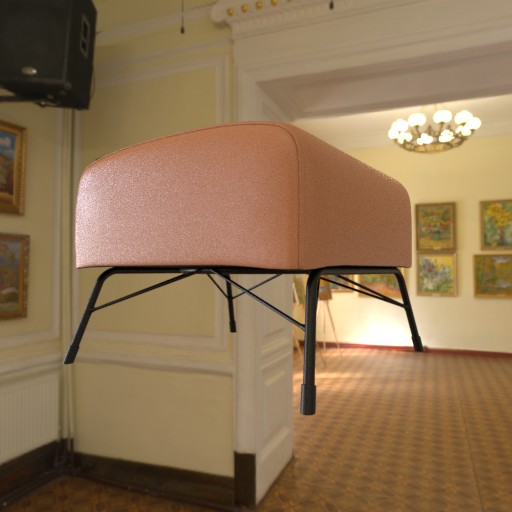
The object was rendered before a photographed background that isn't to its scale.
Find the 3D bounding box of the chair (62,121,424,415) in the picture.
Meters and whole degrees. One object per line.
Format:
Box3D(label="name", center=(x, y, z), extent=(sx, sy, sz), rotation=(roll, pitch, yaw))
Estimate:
Box3D(label="chair", center=(0.000, 0.000, 0.908), extent=(0.530, 0.410, 0.530), rotation=(-1, -2, 35))
